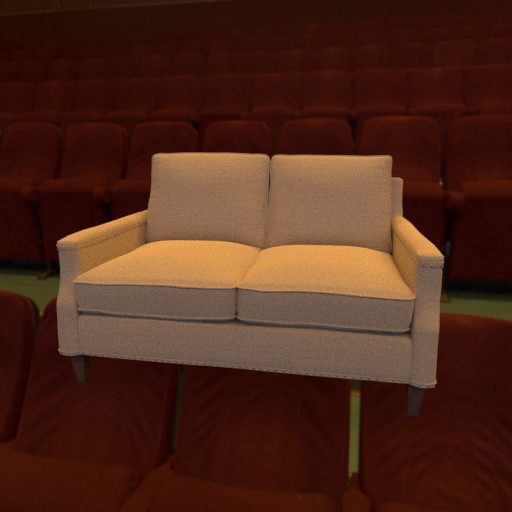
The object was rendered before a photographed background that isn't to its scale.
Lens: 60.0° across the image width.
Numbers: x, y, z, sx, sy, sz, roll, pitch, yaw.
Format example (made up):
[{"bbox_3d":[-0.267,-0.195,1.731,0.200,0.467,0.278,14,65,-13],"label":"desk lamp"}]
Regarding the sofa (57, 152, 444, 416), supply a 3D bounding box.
[{"bbox_3d":[0.000,0.000,2.233,1.597,1.003,1.084,3,14,10],"label":"sofa"}]
